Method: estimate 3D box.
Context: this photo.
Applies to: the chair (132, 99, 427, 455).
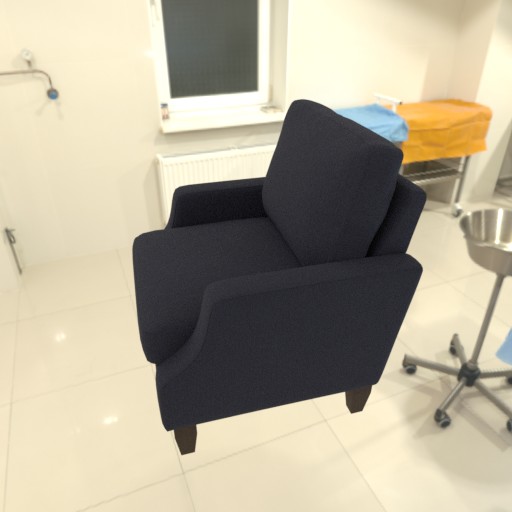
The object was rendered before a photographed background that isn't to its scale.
[{"bbox_3d":[0.000,0.000,1.648,0.897,0.991,0.855,-8,32,-14],"label":"chair"}]
